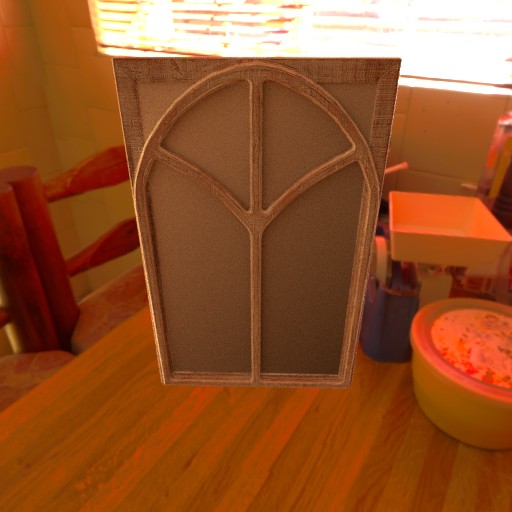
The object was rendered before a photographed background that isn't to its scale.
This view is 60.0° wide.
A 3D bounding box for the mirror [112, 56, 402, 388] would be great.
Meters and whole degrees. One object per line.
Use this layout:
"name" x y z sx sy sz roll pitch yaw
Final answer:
"mirror" 0.000 0.000 0.956 0.495 0.787 0.058 1 31 1
